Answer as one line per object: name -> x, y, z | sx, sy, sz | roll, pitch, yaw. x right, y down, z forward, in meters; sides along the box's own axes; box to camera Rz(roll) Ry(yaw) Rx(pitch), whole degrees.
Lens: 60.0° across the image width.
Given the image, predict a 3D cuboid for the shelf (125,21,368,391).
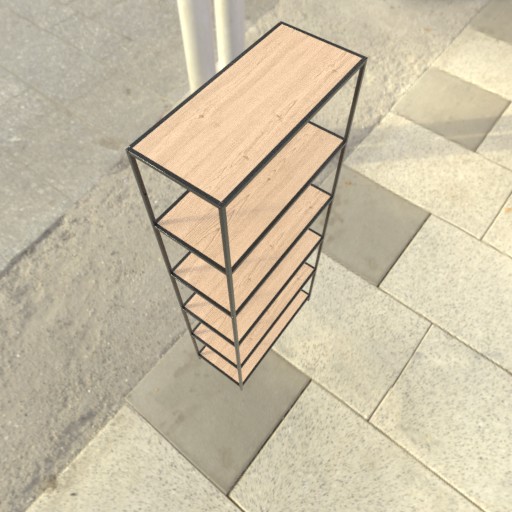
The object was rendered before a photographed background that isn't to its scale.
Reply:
shelf -> 0.000, 0.000, 2.146 | 0.350, 1.850, 0.770 | 32, 64, 18
